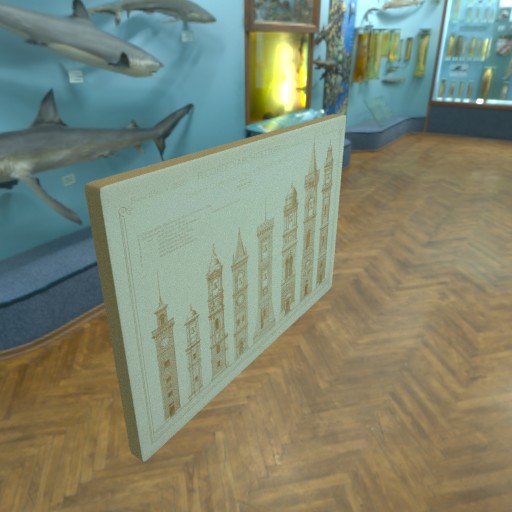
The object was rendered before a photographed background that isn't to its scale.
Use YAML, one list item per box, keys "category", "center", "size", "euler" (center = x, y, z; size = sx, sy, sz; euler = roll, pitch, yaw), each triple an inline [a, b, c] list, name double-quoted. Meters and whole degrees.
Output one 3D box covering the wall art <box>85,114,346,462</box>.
- category: "wall art"
  center: [0.000, 0.000, 0.484]
  size: [0.019, 0.254, 0.380]
  euler: [17, 30, 31]
